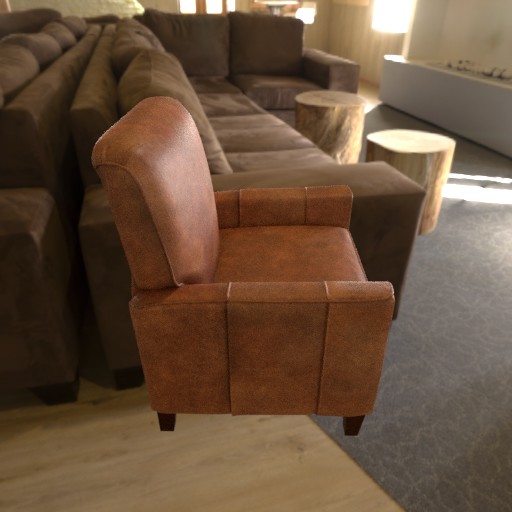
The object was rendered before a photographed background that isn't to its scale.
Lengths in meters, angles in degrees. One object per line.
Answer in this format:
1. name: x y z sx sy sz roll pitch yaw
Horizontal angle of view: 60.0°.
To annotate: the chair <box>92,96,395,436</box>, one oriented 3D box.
1. chair: 0.000 0.000 1.636 0.836 1.043 0.843 1 31 1
